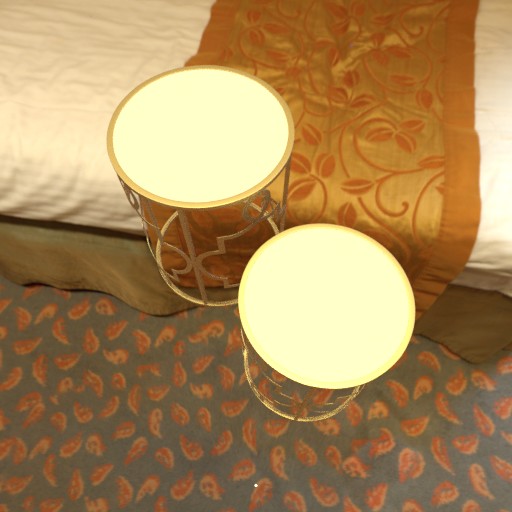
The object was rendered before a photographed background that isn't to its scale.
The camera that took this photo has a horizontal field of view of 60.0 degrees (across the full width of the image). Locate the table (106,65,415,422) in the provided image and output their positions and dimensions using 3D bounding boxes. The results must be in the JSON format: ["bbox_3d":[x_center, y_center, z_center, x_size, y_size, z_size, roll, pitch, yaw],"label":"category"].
[{"bbox_3d":[0.000,0.000,1.166,0.420,0.564,0.846,-32,67,-15],"label":"table"}]
